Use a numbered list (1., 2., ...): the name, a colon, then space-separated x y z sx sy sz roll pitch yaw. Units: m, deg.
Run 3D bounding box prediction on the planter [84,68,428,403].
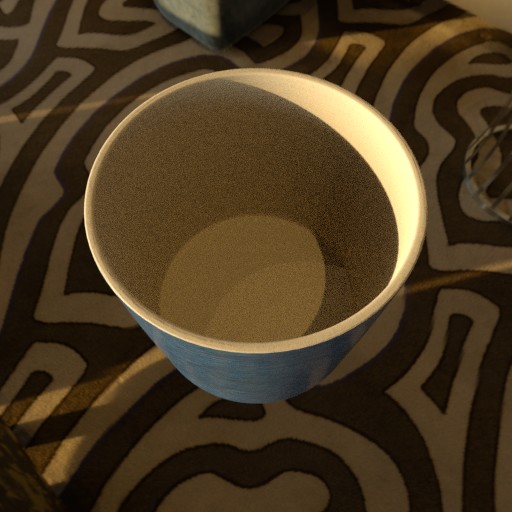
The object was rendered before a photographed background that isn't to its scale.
1. planter: 0.000 0.000 0.378 0.221 0.201 0.221 0 63 0
